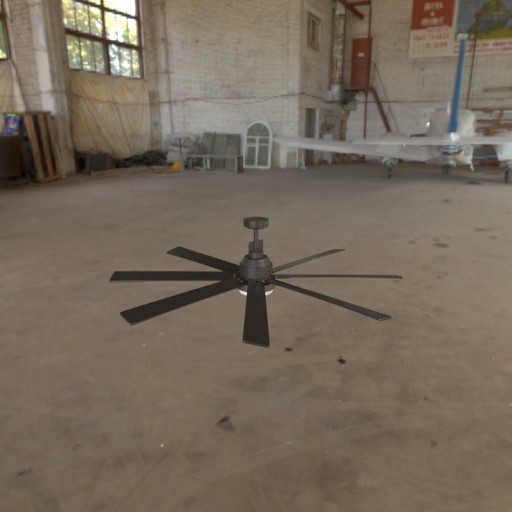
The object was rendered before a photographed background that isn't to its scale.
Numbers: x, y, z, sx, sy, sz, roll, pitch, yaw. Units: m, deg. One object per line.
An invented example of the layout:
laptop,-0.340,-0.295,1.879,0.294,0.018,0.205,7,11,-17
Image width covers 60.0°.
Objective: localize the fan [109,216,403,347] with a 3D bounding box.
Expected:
fan,0.000,0.000,2.774,1.830,0.472,1.830,16,22,43
